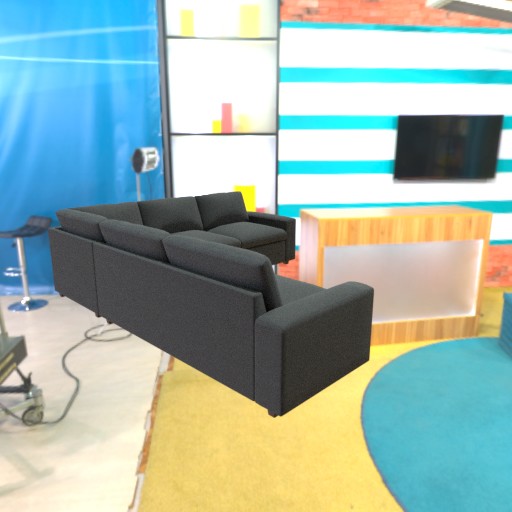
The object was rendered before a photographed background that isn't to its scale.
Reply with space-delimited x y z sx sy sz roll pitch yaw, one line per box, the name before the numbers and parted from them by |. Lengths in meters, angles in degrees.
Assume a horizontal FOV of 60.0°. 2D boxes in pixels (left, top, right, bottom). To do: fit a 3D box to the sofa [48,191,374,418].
sofa | 0.000 0.000 4.582 3.277 0.965 2.895 14 19 43
